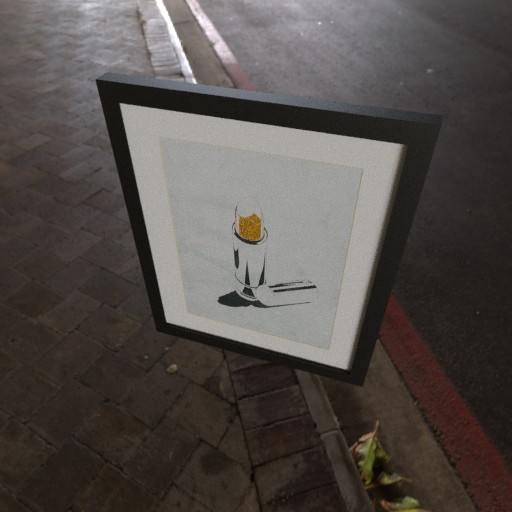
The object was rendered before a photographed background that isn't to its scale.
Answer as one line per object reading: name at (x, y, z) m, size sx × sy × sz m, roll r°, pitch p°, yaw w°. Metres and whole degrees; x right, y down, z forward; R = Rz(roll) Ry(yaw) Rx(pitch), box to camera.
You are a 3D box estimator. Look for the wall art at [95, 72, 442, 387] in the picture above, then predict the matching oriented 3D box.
wall art at (0.000, 0.000, 0.760) m, size 0.457 × 0.559 × 0.029 m, roll 12°, pitch 44°, yaw 13°
